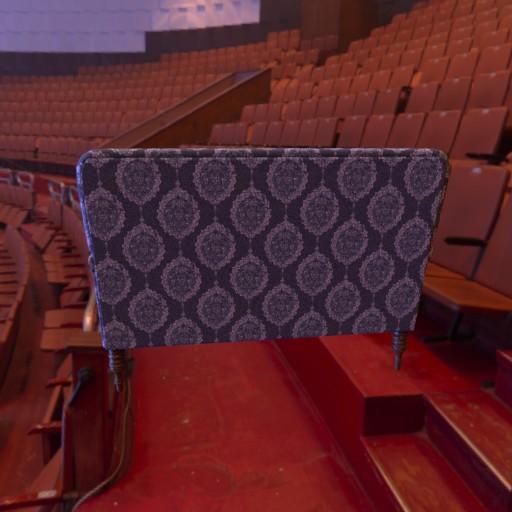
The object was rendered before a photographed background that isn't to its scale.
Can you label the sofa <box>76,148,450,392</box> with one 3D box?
[{"bbox_3d":[0.000,0.000,1.830,1.297,0.867,0.779,-2,14,-8],"label":"sofa"}]
